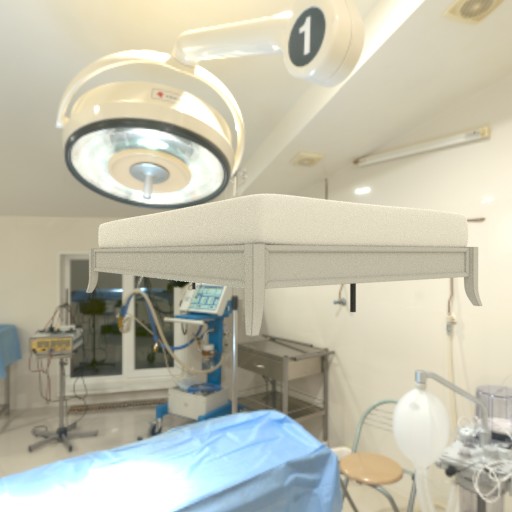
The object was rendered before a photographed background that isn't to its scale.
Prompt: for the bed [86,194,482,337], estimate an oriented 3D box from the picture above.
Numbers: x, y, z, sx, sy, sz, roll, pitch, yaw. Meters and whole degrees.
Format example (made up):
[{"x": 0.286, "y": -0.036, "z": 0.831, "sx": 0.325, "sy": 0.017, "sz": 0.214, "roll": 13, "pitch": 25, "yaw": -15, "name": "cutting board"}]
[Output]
[{"x": 0.000, "y": 0.000, "z": 2.671, "sx": 1.460, "sy": 0.510, "sz": 1.985, "roll": 0, "pitch": 0, "yaw": -36, "name": "bed"}]
